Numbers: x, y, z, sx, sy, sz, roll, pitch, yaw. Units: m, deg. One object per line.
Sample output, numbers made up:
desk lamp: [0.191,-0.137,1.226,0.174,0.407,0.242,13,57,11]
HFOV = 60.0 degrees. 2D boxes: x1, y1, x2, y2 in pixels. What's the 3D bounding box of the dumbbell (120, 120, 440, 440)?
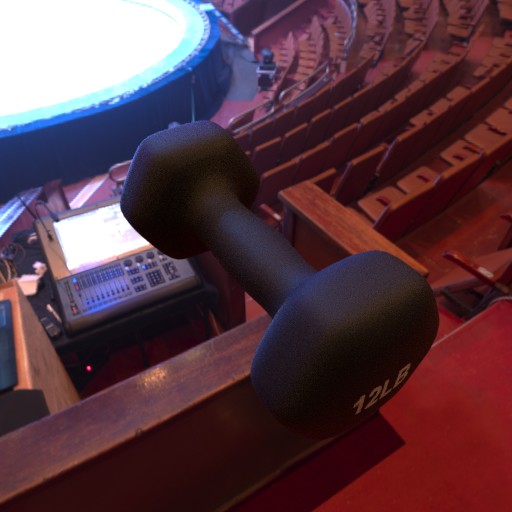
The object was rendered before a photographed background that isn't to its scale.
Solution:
dumbbell: [0.000,0.000,0.290,0.112,0.101,0.231,-24,47,-24]
